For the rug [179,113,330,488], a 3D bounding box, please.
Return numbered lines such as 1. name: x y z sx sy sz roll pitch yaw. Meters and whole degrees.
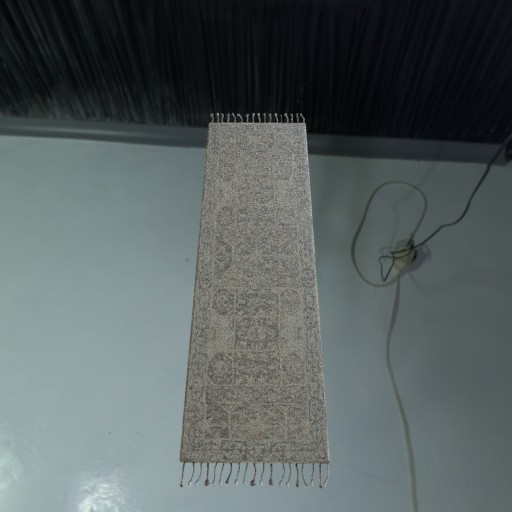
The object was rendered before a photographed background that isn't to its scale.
1. rug: 0.000 0.000 2.869 0.762 0.011 2.664 0 59 0
